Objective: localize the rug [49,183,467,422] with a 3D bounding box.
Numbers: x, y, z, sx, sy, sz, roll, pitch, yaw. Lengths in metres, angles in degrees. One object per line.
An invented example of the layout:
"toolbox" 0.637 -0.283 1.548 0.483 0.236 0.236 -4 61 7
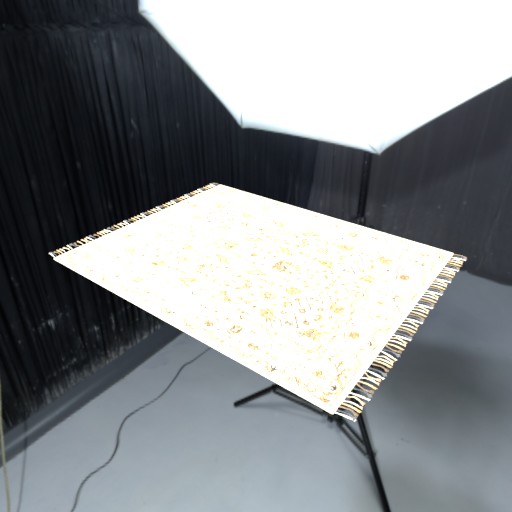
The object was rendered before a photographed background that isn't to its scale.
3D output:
"rug" 0.000 0.000 2.252 1.726 0.009 1.278 21 36 32
